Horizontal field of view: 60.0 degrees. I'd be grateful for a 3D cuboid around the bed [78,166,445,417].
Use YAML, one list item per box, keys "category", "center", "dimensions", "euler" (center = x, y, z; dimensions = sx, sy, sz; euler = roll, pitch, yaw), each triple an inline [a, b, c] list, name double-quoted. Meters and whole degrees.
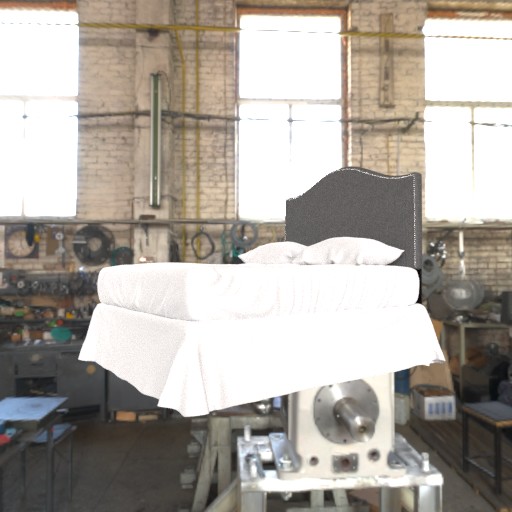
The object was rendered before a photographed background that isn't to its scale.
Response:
- category: "bed"
  center: [0.000, 0.000, 3.445]
  dimensions: [2.221, 1.645, 1.876]
  euler: [1, -2, -36]
